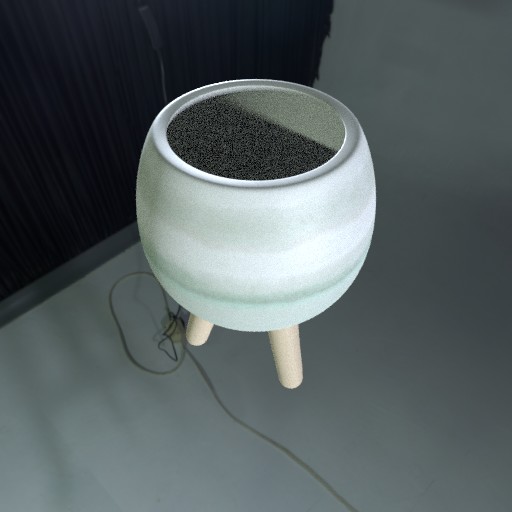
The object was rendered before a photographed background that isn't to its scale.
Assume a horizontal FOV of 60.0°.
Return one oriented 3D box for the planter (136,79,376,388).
[{"bbox_3d":[0.000,0.000,0.343,0.161,0.224,0.161,0,47,0],"label":"planter"}]
